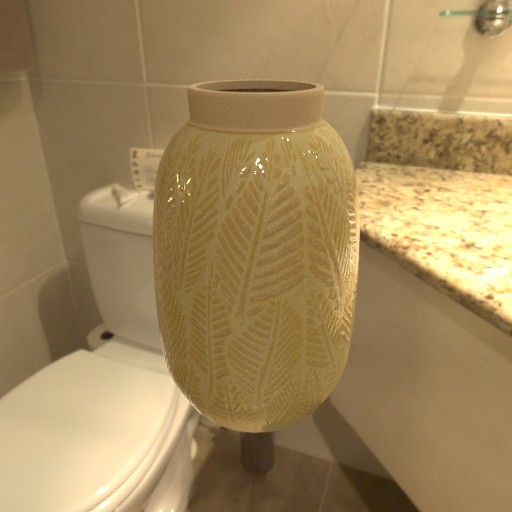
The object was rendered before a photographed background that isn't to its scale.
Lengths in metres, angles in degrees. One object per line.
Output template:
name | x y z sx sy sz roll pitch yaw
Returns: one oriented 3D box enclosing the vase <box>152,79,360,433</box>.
vase | 0.000 0.000 0.374 0.172 0.270 0.172 0 27 0
